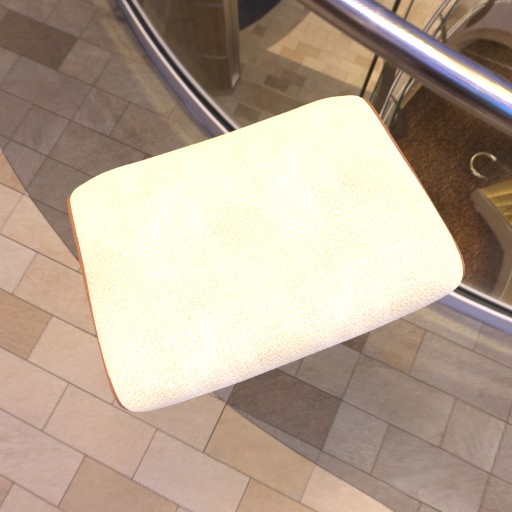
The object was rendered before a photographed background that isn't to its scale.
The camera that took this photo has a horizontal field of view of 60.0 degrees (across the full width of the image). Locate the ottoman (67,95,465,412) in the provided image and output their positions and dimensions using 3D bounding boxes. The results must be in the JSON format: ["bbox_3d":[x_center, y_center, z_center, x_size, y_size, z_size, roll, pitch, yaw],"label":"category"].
[{"bbox_3d":[0.000,0.000,0.805,0.520,0.391,0.394,-20,76,-5],"label":"ottoman"}]
